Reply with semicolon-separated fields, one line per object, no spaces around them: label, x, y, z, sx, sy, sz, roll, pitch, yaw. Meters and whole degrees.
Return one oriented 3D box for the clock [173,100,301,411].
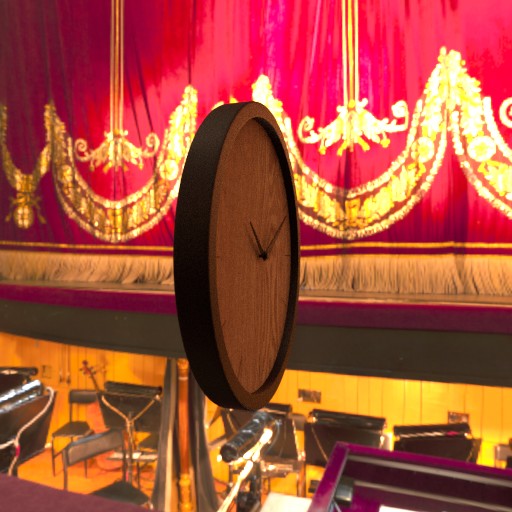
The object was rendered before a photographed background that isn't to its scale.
clock;0.000;0.000;0.475;0.029;0.314;0.314;0;0;18
